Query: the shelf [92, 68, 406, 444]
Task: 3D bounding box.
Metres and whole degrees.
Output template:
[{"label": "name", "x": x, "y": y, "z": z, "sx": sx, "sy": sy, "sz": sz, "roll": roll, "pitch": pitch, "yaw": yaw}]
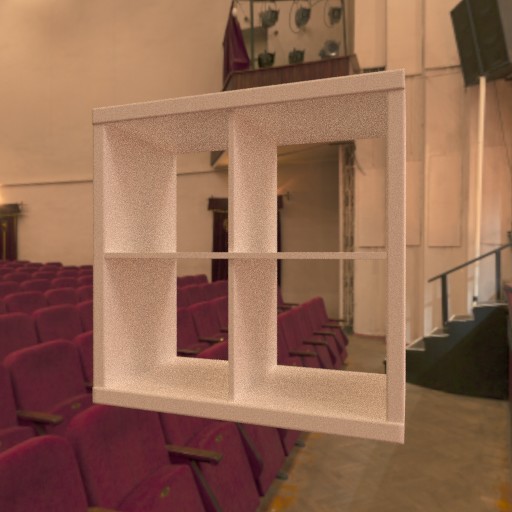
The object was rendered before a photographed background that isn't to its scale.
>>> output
[{"label": "shelf", "x": 0.000, "y": 0.000, "z": 1.239, "sx": 0.790, "sy": 0.786, "sz": 0.390, "roll": 0, "pitch": 0, "yaw": 19}]
